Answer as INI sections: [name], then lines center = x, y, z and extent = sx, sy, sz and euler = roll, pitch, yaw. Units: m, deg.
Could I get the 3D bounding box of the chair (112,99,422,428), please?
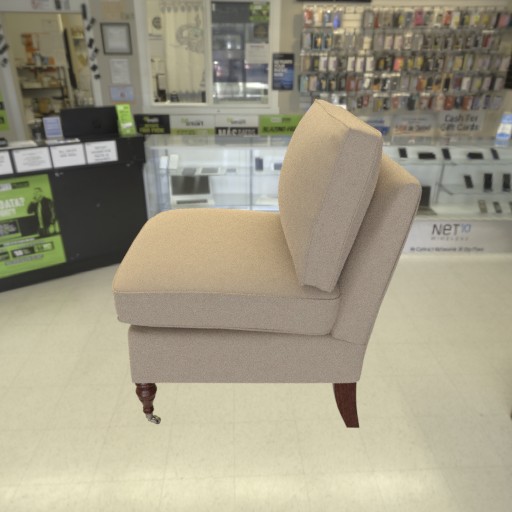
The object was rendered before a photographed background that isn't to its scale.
[chair]
center = 0.000, 0.000, 1.661
extent = 0.912, 1.052, 0.724
euler = 0, 25, 0
